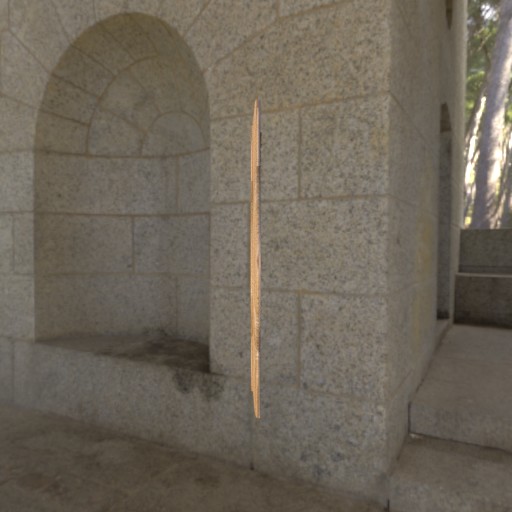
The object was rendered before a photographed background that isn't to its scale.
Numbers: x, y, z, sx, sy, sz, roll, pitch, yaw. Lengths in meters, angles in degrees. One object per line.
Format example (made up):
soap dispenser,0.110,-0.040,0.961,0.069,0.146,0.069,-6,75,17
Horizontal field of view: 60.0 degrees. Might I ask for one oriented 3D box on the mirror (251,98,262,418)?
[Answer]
mirror,0.000,0.000,1.032,0.019,0.686,0.686,0,1,0
